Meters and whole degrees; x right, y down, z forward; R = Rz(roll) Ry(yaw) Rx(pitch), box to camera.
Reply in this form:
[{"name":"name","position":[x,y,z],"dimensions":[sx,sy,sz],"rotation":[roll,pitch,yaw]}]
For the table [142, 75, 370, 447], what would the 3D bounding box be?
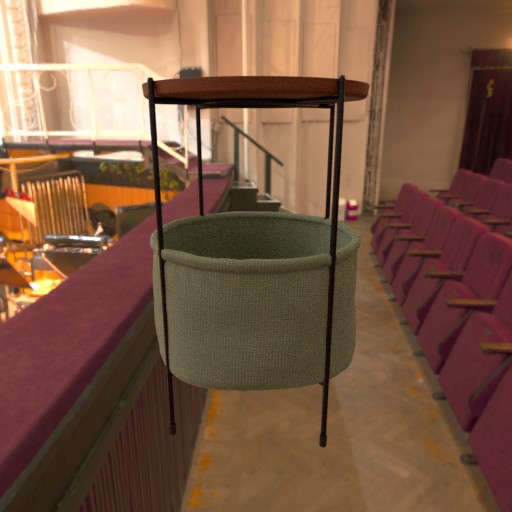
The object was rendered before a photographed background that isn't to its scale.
[{"name":"table","position":[0.000,0.000,0.861],"dimensions":[0.400,0.623,0.400],"rotation":[2,17,7]}]
